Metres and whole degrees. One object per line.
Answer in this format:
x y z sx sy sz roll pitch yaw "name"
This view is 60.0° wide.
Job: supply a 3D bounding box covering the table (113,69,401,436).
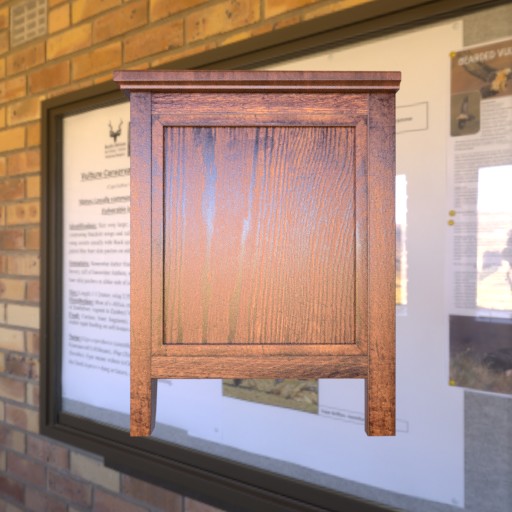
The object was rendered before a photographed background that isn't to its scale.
0.000 0.000 0.999 0.461 0.597 0.586 0 0 0 "table"
